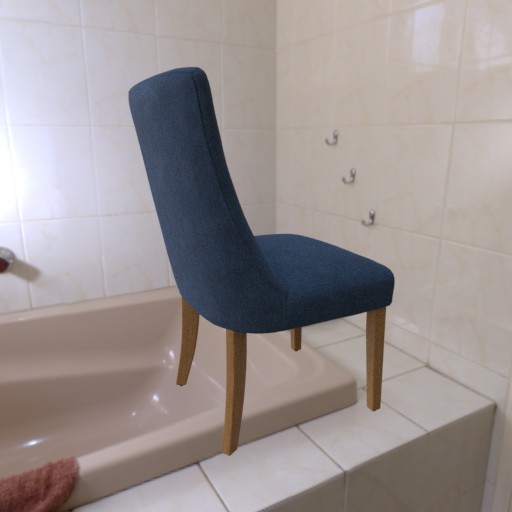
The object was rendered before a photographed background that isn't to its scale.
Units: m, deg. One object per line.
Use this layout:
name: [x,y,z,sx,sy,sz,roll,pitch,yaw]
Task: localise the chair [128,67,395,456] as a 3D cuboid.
chair: [0.000,0.000,1.241,0.609,0.902,0.495,-7,16,-26]
